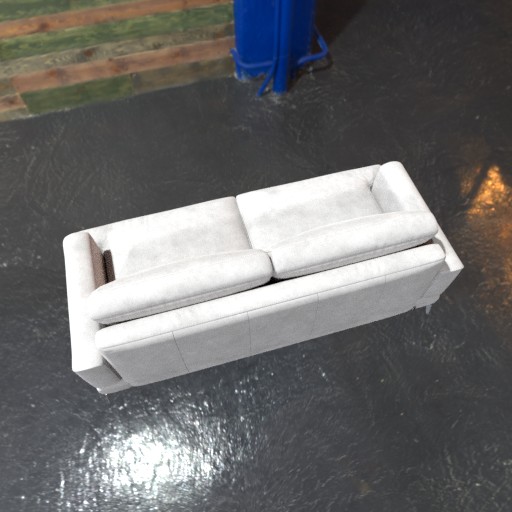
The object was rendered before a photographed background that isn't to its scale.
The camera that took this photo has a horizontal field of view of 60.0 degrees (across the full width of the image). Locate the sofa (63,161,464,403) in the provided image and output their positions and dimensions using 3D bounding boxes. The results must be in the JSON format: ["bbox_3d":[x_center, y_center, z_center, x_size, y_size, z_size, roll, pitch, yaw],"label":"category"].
[{"bbox_3d":[0.000,0.000,2.510,2.013,0.830,0.980,-14,60,-8],"label":"sofa"}]
